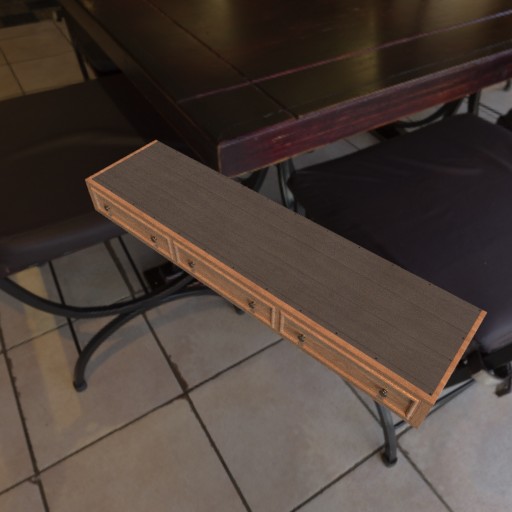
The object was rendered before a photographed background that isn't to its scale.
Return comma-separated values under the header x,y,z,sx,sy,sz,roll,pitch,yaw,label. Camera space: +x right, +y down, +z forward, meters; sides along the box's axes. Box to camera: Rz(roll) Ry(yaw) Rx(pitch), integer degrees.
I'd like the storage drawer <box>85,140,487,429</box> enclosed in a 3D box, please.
x,y,z,sx,sy,sz,roll,pitch,yaw,label
0.000,0.000,2.227,2.032,0.264,0.538,31,54,26,storage drawer
